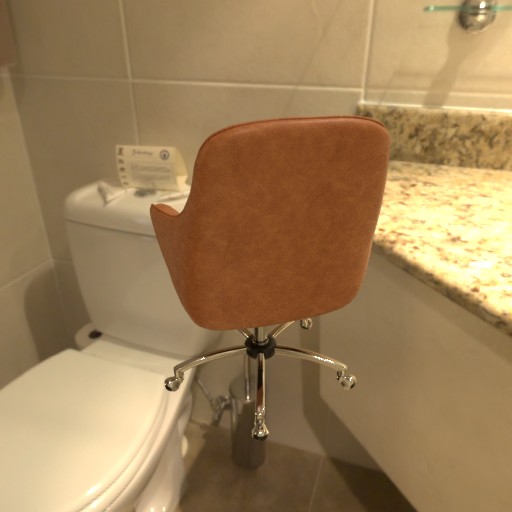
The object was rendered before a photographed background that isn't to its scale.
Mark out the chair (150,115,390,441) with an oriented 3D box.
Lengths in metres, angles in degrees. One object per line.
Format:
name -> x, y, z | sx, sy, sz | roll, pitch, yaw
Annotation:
chair -> 0.000, 0.000, 1.344 | 0.628, 0.909, 0.615 | -8, 28, -16
